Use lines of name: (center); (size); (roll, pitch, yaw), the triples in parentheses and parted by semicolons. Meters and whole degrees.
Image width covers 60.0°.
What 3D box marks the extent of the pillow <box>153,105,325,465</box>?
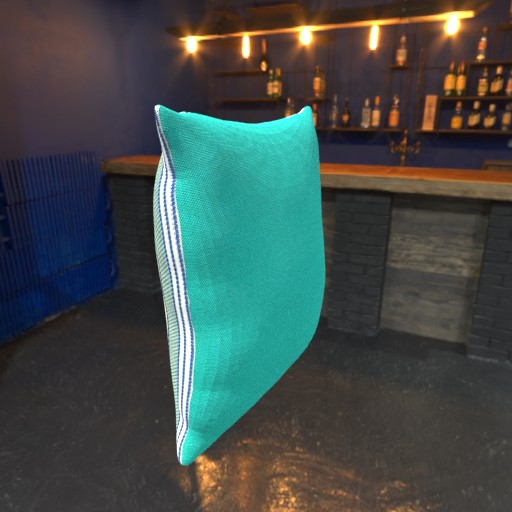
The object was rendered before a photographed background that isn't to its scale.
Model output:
pillow: (0.000, 0.000, 0.676); (0.182, 0.441, 0.440); (9, 19, 25)
